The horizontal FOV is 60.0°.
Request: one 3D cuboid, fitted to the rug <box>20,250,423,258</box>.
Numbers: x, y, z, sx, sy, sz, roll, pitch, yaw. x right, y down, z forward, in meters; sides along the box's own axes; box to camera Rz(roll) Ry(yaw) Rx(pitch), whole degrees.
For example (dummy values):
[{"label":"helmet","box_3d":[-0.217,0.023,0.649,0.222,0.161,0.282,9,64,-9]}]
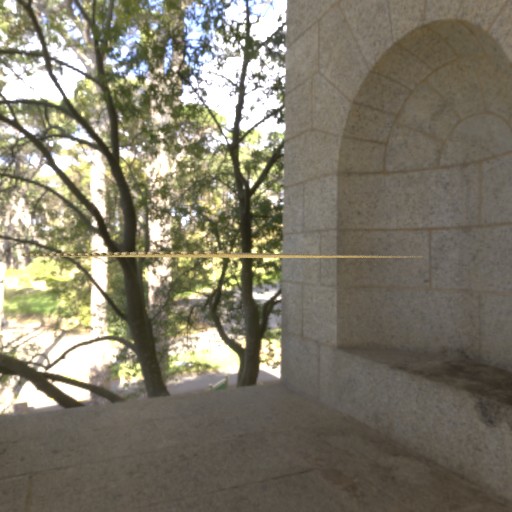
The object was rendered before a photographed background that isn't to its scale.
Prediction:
[{"label":"rug","box_3d":[0.000,0.000,2.310,1.162,0.013,1.875,0,-1,37]}]
